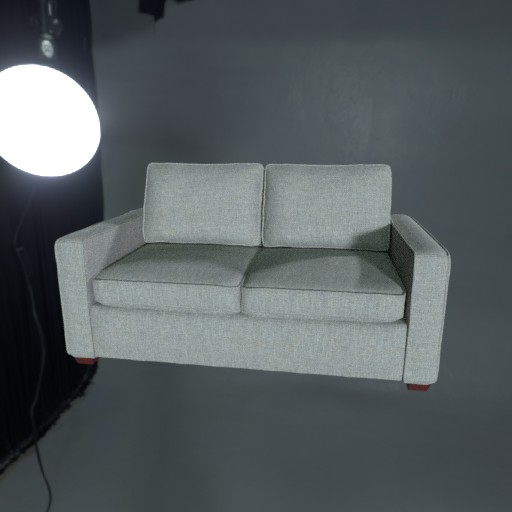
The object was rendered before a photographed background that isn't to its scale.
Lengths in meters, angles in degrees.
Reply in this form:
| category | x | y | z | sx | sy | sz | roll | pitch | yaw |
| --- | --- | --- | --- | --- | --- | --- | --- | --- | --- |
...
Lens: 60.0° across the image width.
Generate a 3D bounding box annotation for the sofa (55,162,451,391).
| category | x | y | z | sx | sy | sz | roll | pitch | yaw |
| --- | --- | --- | --- | --- | --- | --- | --- | --- | --- |
| sofa | 0.000 | 0.000 | 2.305 | 1.706 | 0.915 | 0.945 | 2 | 15 | 9 |
